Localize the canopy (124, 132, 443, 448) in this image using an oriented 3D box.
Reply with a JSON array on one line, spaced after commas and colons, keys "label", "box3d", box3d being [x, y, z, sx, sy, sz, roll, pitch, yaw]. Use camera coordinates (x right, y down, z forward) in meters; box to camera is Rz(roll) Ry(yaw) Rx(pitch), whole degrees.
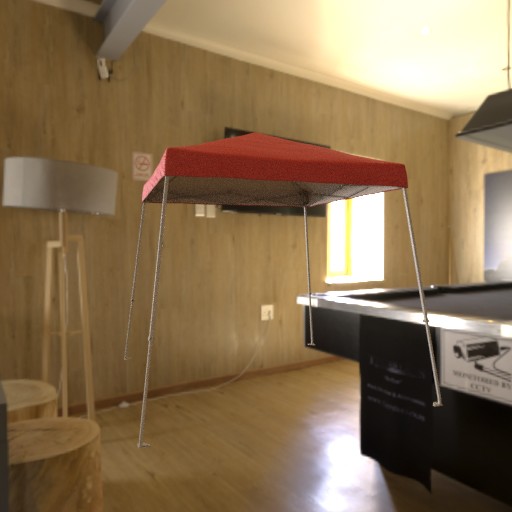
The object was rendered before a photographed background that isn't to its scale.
[{"label": "canopy", "box3d": [0.000, 0.000, 6.498, 3.600, 3.600, 3.599, 0, 1, -19]}]
